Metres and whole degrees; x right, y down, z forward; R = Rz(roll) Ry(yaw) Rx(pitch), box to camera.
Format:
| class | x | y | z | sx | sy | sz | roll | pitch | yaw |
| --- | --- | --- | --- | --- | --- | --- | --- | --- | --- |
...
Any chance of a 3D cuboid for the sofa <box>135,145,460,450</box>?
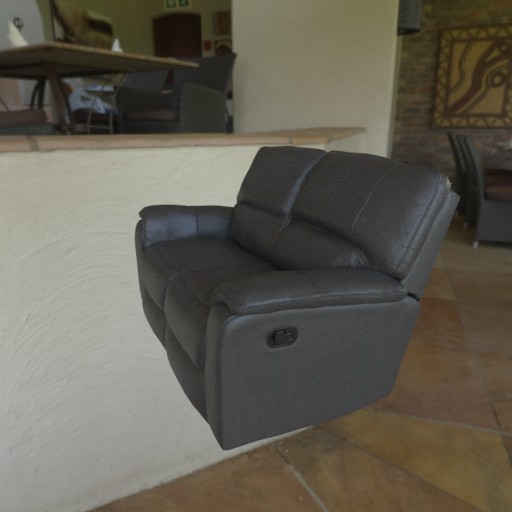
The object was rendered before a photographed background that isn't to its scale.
| class | x | y | z | sx | sy | sz | roll | pitch | yaw |
| --- | --- | --- | --- | --- | --- | --- | --- | --- | --- |
| sofa | 0.000 | 0.000 | 2.401 | 1.104 | 1.111 | 1.765 | -7 | 18 | -23 |
